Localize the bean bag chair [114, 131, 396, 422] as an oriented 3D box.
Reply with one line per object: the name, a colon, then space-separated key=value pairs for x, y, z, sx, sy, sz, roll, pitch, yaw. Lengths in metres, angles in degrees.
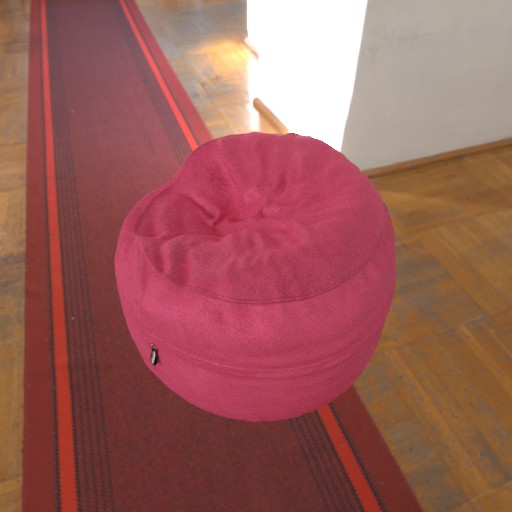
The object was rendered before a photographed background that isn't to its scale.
bean bag chair: x=0.000 y=0.000 z=1.972 sx=1.218 sy=0.788 sz=1.218 roll=0 pitch=46 yaw=0
